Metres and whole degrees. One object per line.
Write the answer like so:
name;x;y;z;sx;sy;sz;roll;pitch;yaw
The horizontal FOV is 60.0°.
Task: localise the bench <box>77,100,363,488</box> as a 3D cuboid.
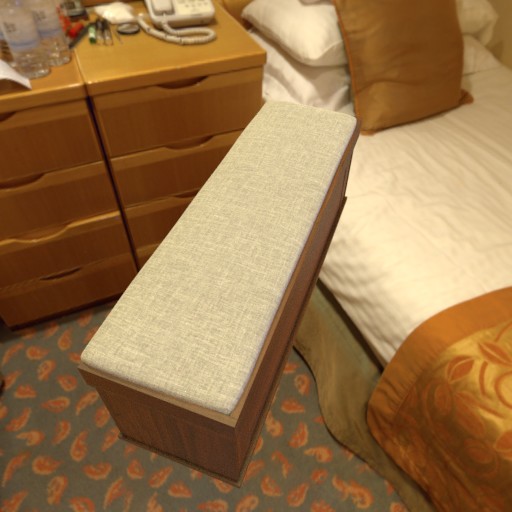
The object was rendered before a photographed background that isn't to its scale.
bench;0.000;0.000;1.398;0.367;0.468;1.196;15;49;14
